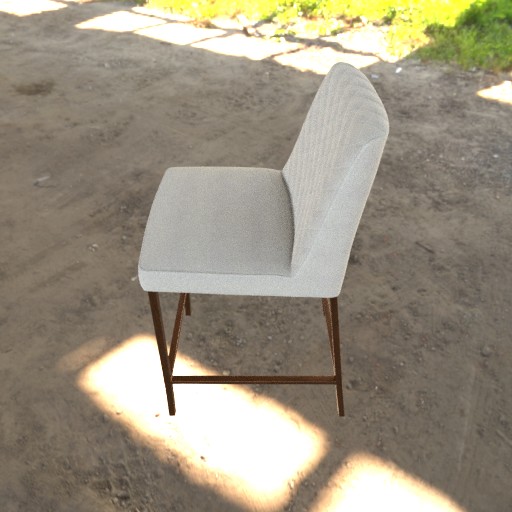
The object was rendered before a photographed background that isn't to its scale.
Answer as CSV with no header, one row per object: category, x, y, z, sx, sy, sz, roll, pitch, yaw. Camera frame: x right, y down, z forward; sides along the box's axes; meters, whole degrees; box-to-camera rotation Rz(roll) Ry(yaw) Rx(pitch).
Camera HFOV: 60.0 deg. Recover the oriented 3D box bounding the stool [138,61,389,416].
stool,0.000,0.000,1.293,0.576,0.973,0.507,0,40,0
